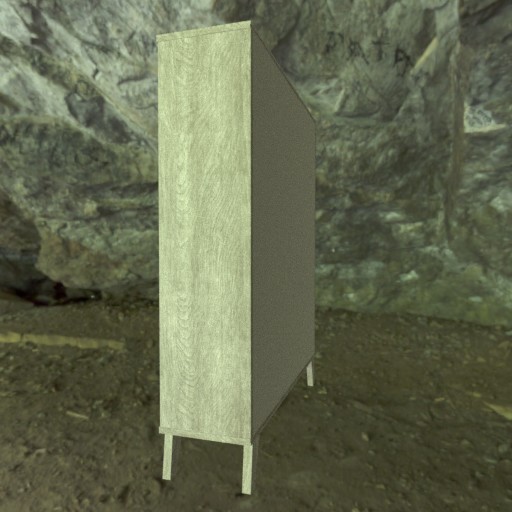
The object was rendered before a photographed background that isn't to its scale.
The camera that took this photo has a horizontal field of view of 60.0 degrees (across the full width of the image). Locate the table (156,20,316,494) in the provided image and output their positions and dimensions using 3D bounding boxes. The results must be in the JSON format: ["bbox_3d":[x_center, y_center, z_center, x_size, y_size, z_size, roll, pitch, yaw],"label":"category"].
[{"bbox_3d":[0.000,0.000,1.527,0.256,1.135,0.902,1,2,17],"label":"table"}]
